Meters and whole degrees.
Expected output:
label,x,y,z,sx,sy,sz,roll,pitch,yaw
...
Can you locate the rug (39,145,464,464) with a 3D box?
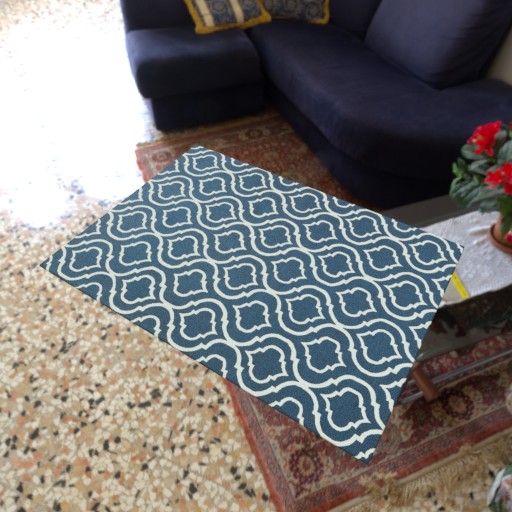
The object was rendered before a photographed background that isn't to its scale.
label,x,y,z,sx,sy,sz,roll,pitch,yaw
rug,0.000,0.000,4.304,3.353,0.010,2.438,25,52,22
